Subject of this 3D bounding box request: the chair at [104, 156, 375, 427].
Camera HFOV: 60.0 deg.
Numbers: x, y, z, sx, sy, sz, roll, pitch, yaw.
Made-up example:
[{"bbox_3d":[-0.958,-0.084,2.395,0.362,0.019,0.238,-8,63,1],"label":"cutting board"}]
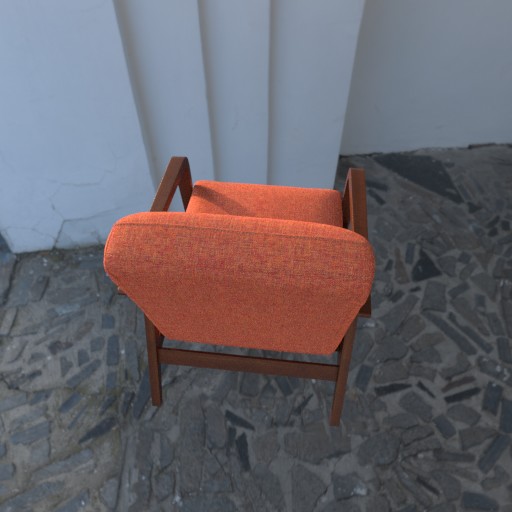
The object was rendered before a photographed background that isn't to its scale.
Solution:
[{"bbox_3d":[0.000,0.000,1.508,0.719,0.890,0.860,5,48,4],"label":"chair"}]
